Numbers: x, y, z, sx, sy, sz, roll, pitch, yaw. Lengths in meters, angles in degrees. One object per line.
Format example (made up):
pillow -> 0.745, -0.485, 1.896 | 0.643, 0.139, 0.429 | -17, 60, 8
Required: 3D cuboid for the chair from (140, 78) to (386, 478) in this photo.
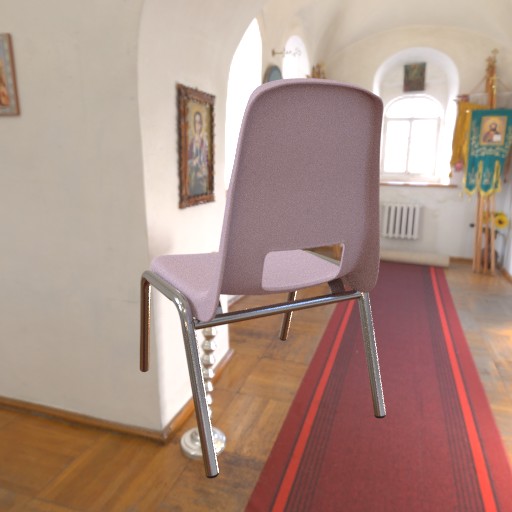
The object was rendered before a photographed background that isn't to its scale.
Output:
chair -> 0.000, 0.000, 0.776 | 0.354, 0.536, 0.385 | -7, 16, -26
